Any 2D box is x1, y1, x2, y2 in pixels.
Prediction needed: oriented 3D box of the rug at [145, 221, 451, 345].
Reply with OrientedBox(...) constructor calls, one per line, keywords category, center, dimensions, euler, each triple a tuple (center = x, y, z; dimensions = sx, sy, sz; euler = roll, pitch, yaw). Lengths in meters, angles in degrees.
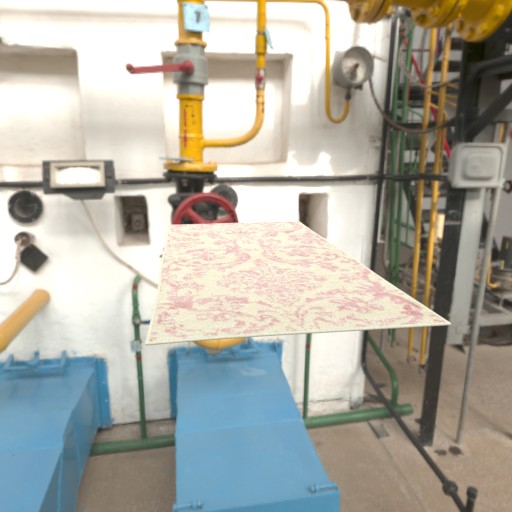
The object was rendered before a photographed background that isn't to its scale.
OrientedBox(category="rug", center=(0.000, 0.000, 1.431), dimensions=(0.604, 0.007, 1.219), euler=(-2, 14, -9))
